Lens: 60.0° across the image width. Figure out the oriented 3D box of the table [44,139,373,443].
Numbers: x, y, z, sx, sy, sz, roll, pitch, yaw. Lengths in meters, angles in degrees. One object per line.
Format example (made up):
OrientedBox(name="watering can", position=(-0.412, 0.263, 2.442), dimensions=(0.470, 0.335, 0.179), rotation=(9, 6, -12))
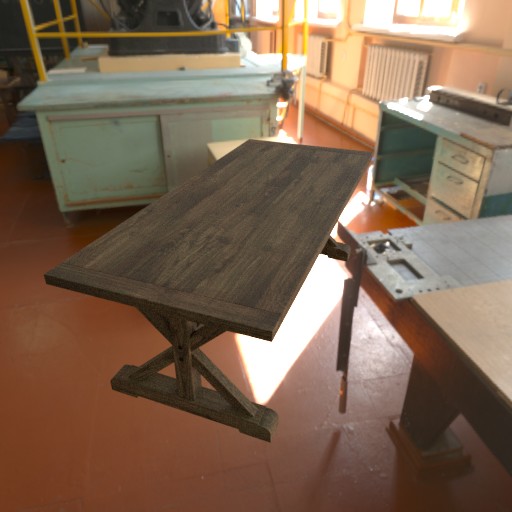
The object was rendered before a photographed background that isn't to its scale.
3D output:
OrientedBox(name="table", position=(0.000, 0.000, 2.511), dimensions=(0.907, 0.733, 2.031), rotation=(11, 32, 19))
